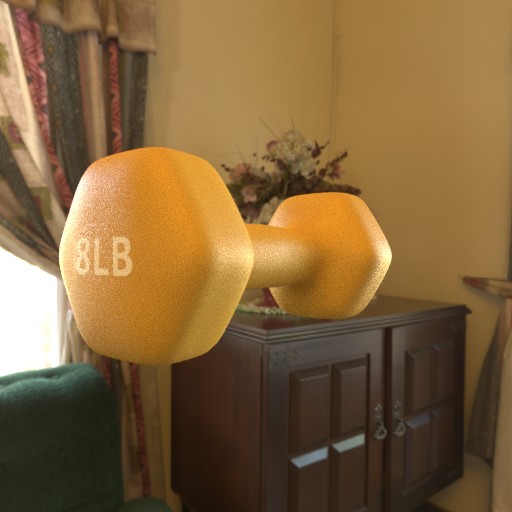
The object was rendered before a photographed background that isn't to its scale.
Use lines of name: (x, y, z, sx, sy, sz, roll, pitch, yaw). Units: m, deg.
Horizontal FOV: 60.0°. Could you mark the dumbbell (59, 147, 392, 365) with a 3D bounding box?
dumbbell: (0.000, 0.000, 0.237, 0.090, 0.082, 0.190, 0, 0, 37)
